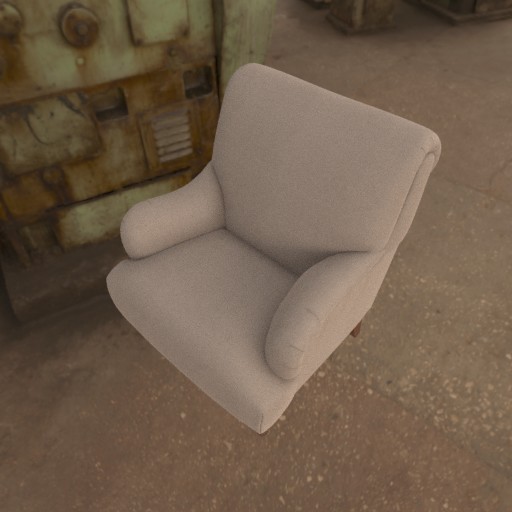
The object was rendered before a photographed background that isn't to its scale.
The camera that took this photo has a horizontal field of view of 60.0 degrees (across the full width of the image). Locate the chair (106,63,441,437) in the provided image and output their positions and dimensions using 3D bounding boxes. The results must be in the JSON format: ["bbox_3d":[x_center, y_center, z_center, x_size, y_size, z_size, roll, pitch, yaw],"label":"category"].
[{"bbox_3d":[0.000,0.000,1.529,0.766,0.942,0.842,33,55,27],"label":"chair"}]
